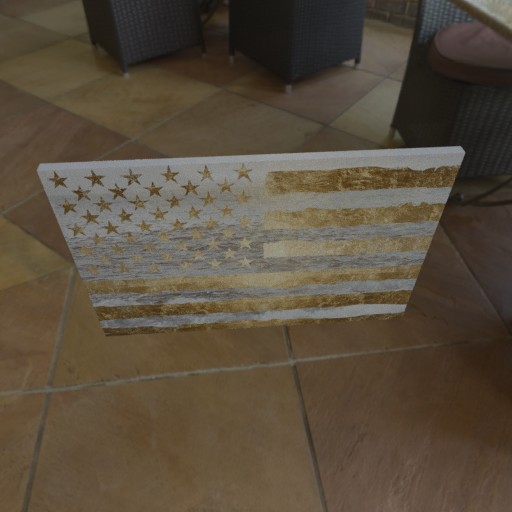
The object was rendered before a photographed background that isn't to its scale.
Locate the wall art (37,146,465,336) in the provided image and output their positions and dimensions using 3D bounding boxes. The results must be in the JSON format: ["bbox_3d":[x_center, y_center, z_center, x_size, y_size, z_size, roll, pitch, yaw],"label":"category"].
[{"bbox_3d":[0.000,0.000,1.187,0.932,0.610,0.027,-3,45,-3],"label":"wall art"}]
